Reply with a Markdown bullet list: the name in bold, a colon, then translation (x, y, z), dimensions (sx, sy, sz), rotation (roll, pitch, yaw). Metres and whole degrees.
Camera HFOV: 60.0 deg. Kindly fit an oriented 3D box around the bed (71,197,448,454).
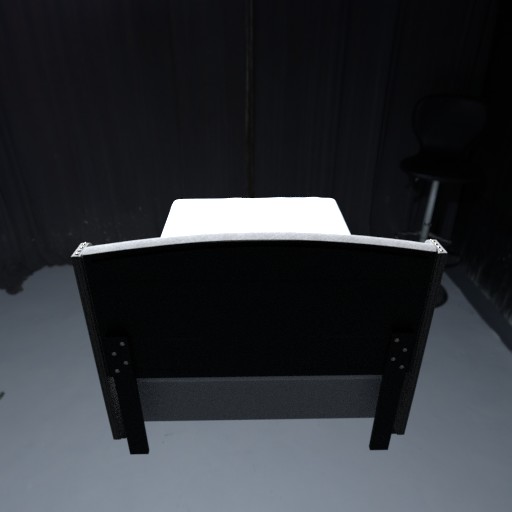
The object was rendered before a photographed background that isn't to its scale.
- **bed**: translation (0.000, 0.000, 3.252), dimensions (1.710, 1.407, 2.237), rotation (-1, 30, -1)
